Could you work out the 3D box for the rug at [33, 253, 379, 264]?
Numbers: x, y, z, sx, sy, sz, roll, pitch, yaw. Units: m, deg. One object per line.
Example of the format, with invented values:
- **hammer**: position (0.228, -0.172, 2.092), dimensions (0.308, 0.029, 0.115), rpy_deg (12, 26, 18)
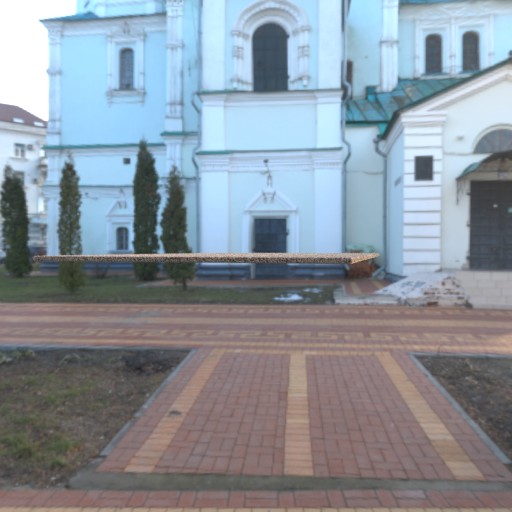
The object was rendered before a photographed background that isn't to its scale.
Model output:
- **rug**: position (0.000, 0.000, 3.525), dimensions (1.778, 0.030, 2.743), rpy_deg (0, 1, 18)
